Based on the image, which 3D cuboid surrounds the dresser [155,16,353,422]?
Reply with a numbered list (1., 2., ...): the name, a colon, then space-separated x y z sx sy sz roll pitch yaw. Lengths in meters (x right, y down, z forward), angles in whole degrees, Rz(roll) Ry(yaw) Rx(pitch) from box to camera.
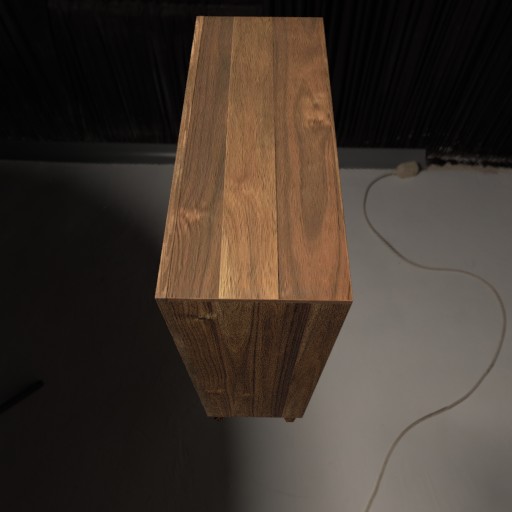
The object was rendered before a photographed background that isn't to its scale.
1. dresser: 0.000 0.000 1.830 0.442 1.393 1.062 1 59 0
